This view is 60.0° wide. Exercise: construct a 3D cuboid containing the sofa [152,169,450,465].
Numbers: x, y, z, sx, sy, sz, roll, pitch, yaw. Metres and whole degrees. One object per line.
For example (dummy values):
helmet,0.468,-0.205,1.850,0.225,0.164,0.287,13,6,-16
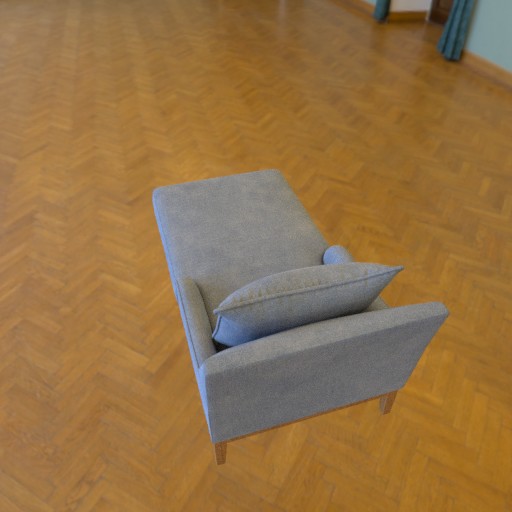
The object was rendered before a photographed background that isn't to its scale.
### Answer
sofa,0.000,0.000,2.328,0.904,0.883,1.779,-11,43,-13
